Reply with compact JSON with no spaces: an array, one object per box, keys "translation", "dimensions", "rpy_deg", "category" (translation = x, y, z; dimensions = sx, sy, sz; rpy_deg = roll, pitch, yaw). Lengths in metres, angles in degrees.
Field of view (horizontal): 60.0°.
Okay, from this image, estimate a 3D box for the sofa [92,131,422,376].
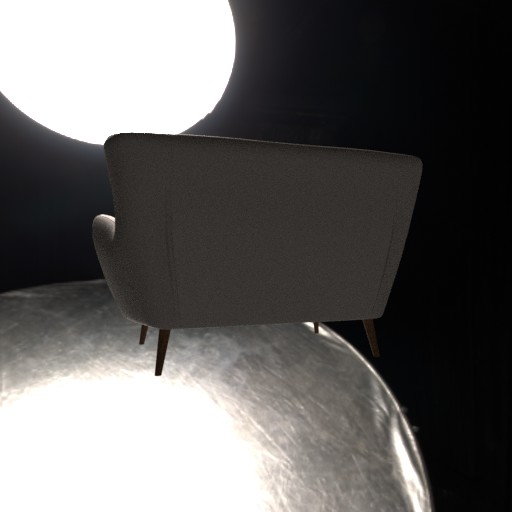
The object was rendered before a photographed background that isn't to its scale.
[{"translation":[0.000,0.000,2.032],"dimensions":[1.424,0.878,0.921],"rpy_deg":[0,0,-19],"category":"sofa"}]
